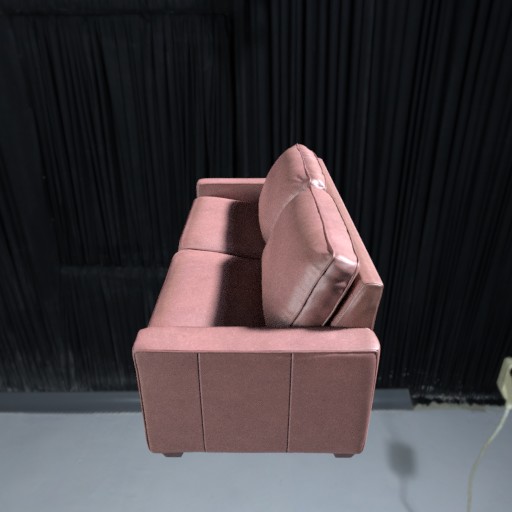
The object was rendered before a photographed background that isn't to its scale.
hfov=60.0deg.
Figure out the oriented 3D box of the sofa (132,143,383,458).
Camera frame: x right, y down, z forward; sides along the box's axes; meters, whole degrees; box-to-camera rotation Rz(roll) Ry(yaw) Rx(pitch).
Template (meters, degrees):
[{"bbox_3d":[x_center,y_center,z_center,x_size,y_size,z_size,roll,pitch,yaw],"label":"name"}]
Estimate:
[{"bbox_3d":[0.000,0.000,2.555,0.940,0.919,2.080,0,27,0],"label":"sofa"}]
